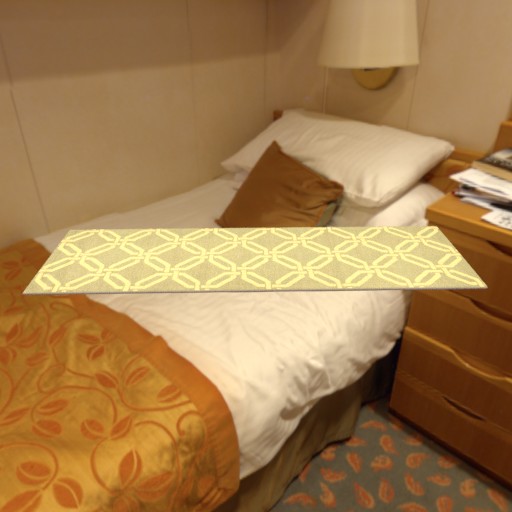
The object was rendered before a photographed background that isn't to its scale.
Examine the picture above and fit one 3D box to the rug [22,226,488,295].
[{"bbox_3d":[0.000,0.000,2.456,2.276,0.014,0.678,-1,30,-1],"label":"rug"}]
